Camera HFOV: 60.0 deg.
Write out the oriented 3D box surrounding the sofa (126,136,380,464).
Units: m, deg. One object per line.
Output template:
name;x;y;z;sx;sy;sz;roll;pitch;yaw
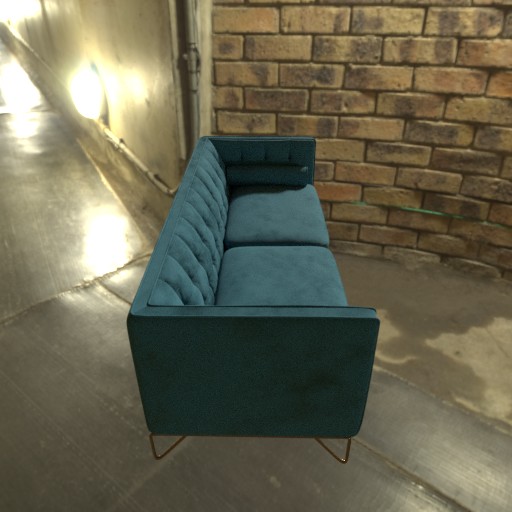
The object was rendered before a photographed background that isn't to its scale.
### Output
sofa;0.000;0.000;2.522;0.867;0.789;2.087;0;31;0
